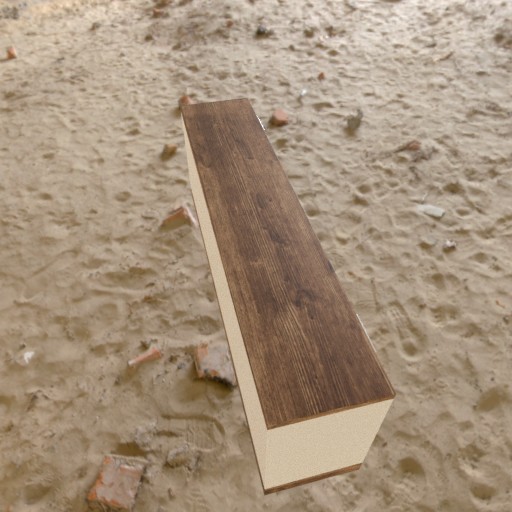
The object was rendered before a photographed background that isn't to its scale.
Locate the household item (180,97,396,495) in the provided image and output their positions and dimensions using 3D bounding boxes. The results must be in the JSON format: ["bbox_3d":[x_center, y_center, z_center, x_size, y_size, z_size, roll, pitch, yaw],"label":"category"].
[{"bbox_3d":[0.000,0.000,2.037,0.390,0.615,1.800,-10,47,-10],"label":"household item"}]
